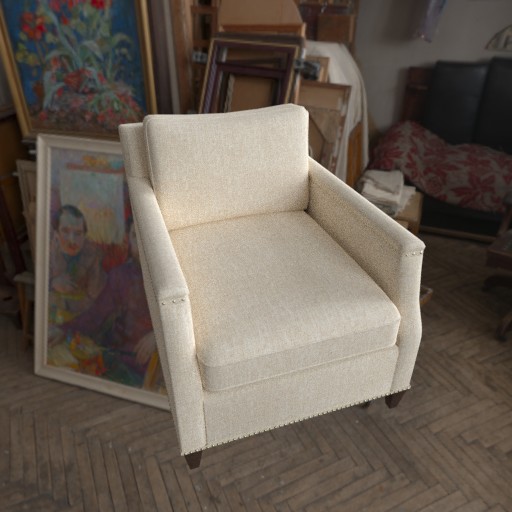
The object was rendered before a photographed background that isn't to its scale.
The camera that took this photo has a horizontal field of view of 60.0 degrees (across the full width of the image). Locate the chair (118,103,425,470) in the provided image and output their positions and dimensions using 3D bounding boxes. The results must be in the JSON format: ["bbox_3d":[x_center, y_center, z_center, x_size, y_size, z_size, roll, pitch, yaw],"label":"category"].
[{"bbox_3d":[0.000,0.000,1.707,0.838,0.940,1.041,-10,33,-16],"label":"chair"}]
